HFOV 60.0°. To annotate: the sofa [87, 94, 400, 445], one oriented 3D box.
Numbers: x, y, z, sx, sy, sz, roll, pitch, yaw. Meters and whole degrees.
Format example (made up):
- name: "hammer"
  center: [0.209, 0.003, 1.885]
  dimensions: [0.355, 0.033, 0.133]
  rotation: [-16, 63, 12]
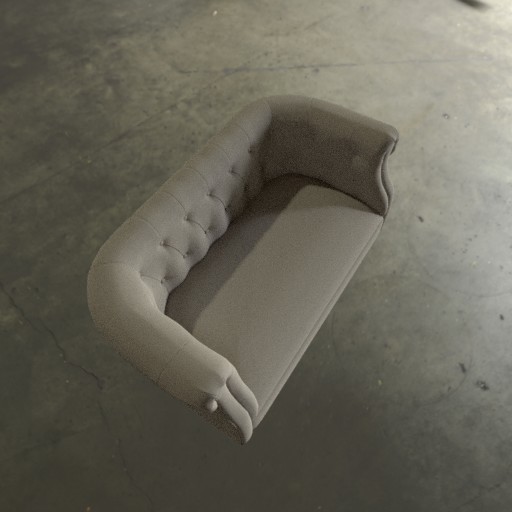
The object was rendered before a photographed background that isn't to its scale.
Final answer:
- name: "sofa"
  center: [0.000, 0.000, 2.134]
  dimensions: [0.835, 0.827, 1.558]
  rotation: [29, 62, 17]
